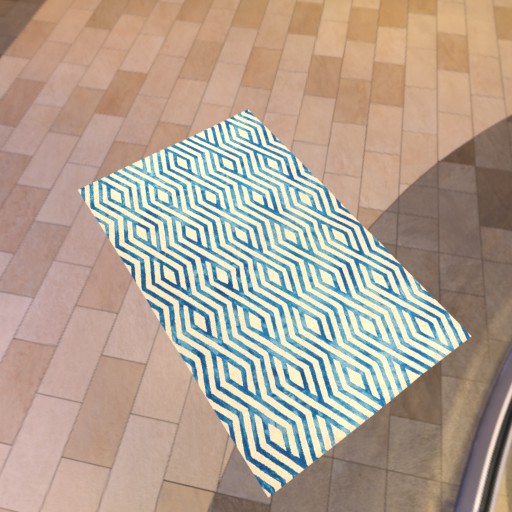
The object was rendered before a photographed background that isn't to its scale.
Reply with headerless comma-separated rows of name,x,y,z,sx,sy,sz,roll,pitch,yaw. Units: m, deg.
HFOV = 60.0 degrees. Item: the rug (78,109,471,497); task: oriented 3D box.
rug,0.000,0.000,3.000,1.531,0.008,2.439,-31,64,-17
